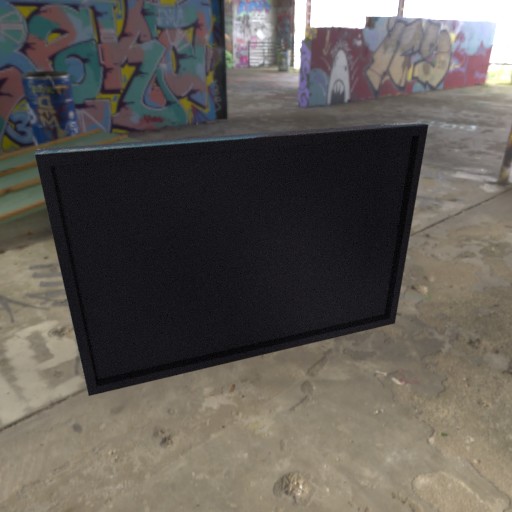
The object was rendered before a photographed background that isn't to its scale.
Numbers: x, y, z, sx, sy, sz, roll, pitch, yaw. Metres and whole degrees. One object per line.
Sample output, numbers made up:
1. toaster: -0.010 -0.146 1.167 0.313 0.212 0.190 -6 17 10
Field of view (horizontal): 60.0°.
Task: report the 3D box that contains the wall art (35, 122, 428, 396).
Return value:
1. wall art: 0.000 0.000 0.759 0.609 0.406 0.033 -9 28 -18
